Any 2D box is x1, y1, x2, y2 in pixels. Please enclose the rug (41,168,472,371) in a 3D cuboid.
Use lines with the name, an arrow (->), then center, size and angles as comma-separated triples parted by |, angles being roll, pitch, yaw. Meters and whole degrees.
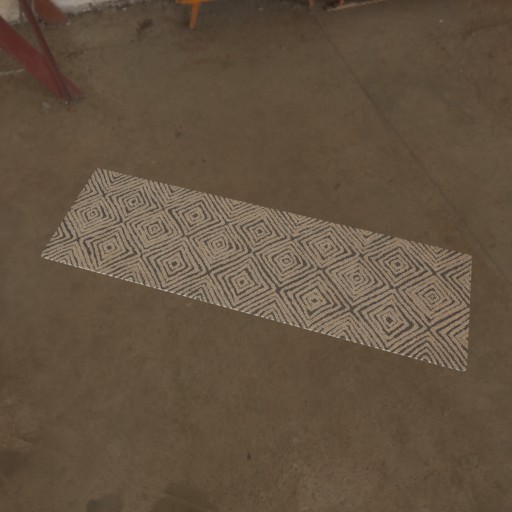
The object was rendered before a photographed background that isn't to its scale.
rug -> 0.000, 0.000, 2.439 | 2.277, 0.008, 0.676 | 14, 60, 8
